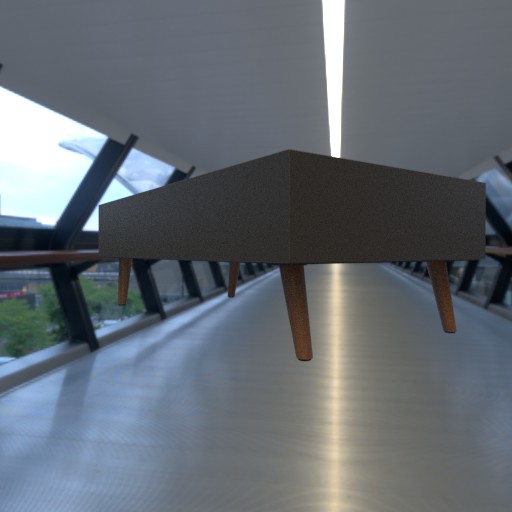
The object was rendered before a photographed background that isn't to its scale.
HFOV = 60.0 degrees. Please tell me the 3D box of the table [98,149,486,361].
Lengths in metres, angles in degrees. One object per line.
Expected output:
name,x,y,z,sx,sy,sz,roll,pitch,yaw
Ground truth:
table,0.000,0.000,1.497,0.703,0.404,1.201,0,1,-35
